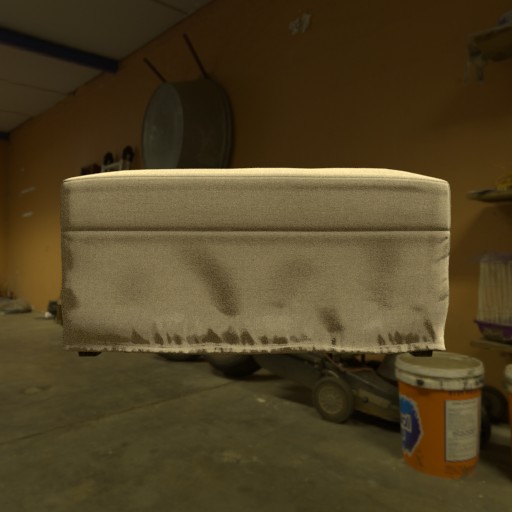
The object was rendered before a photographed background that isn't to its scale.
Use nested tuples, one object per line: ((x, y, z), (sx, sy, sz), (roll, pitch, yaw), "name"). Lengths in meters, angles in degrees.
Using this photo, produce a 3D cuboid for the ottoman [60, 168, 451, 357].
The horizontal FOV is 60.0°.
((0.000, 0.000, 1.326), (0.840, 0.436, 0.843), (0, 0, 0), "ottoman")
